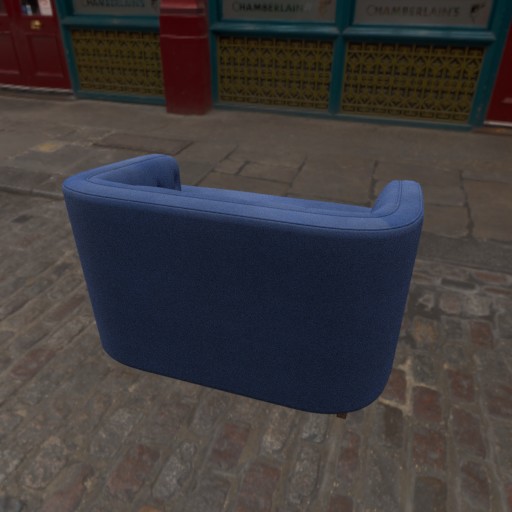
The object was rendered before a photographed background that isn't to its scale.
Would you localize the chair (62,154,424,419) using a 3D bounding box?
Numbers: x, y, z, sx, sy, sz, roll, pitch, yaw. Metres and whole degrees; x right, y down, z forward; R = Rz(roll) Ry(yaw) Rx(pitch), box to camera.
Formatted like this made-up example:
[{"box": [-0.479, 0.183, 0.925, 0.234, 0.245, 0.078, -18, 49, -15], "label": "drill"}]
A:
[{"box": [0.000, 0.000, 1.703, 1.118, 0.787, 0.914, 9, 32, 15], "label": "chair"}]
